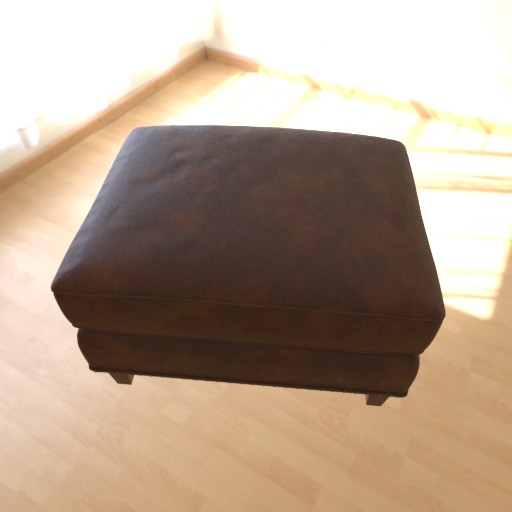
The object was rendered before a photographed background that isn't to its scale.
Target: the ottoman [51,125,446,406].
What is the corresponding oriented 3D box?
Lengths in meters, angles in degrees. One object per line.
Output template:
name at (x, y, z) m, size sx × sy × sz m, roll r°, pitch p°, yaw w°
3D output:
ottoman at (0.000, 0.000, 1.119) m, size 0.742 × 0.486 × 0.586 m, roll 4°, pitch 47°, yaw 4°
